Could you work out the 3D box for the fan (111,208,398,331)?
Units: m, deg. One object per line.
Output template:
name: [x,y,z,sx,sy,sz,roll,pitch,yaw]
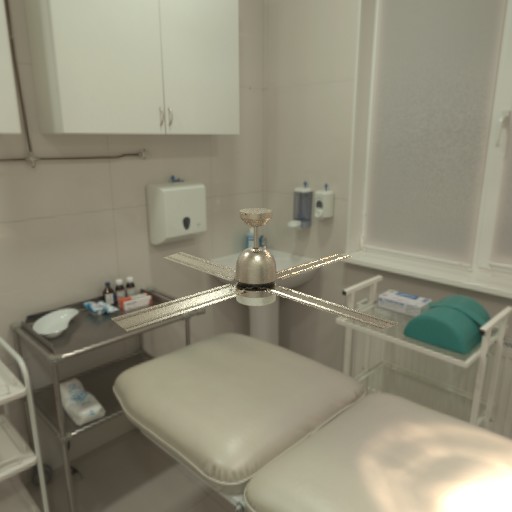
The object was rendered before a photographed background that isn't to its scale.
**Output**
fan: [0.000,0.000,1.977,1.346,0.406,1.346,14,21,42]
